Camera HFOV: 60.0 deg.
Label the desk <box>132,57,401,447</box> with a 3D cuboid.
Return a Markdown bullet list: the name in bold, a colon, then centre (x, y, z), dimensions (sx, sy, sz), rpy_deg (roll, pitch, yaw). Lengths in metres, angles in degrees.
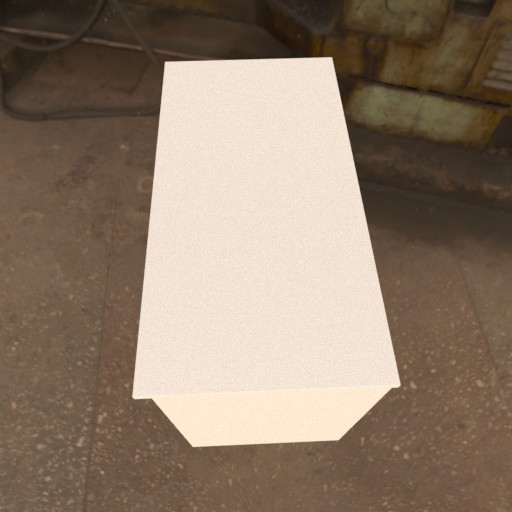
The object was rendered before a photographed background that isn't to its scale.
- **desk**: centre (0.000, 0.000, 1.520), dimensions (0.560, 0.735, 1.097), rpy_deg (-2, 59, -1)
